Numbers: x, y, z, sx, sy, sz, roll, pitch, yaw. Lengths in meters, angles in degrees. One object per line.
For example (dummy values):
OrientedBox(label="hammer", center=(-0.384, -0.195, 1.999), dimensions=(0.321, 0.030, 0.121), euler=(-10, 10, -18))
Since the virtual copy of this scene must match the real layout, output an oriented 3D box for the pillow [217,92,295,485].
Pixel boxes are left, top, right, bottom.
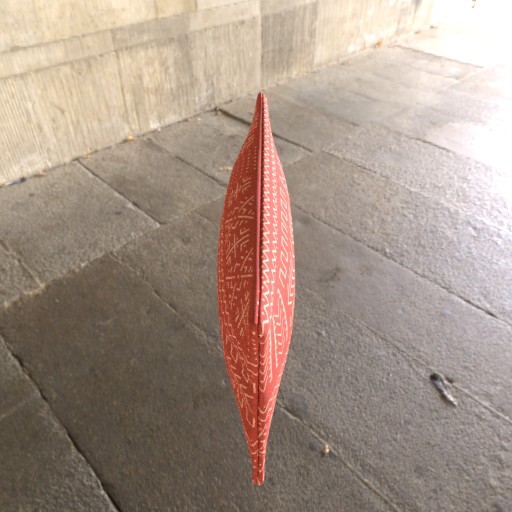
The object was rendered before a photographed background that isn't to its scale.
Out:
OrientedBox(label="pillow", center=(0.000, 0.000, 0.781), dimensions=(0.130, 0.352, 0.640), euler=(1, 40, 1))
